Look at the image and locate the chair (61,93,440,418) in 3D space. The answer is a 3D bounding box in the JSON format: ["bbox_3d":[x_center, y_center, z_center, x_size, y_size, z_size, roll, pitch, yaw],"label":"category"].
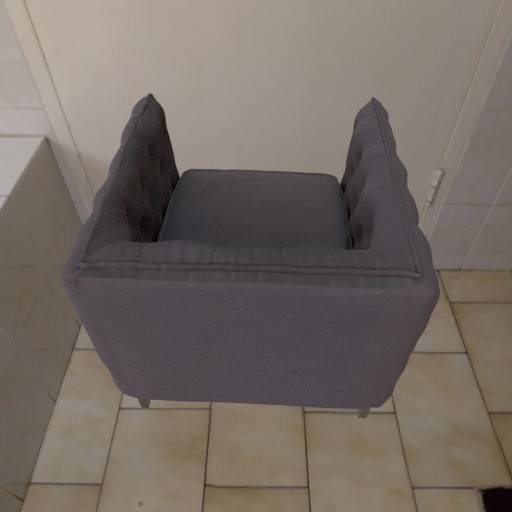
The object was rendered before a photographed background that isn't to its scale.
[{"bbox_3d":[0.000,0.000,1.595,0.946,0.807,0.913,2,47,2],"label":"chair"}]
